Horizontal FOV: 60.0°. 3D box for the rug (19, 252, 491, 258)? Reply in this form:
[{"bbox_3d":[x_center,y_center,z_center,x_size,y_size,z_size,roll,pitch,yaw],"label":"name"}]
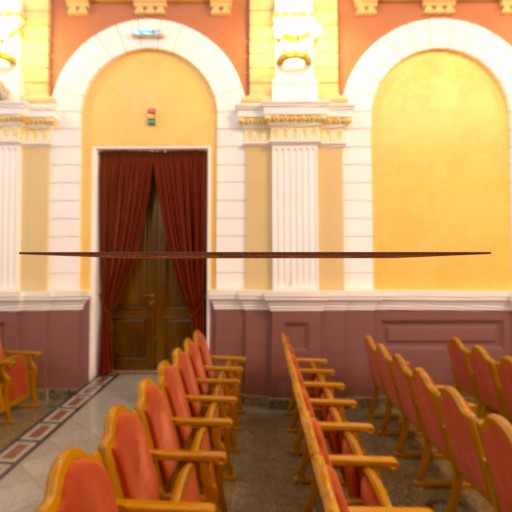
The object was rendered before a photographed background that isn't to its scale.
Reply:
[{"bbox_3d":[0.000,0.000,2.872,2.210,0.011,1.599,0,-1,1],"label":"rug"}]
